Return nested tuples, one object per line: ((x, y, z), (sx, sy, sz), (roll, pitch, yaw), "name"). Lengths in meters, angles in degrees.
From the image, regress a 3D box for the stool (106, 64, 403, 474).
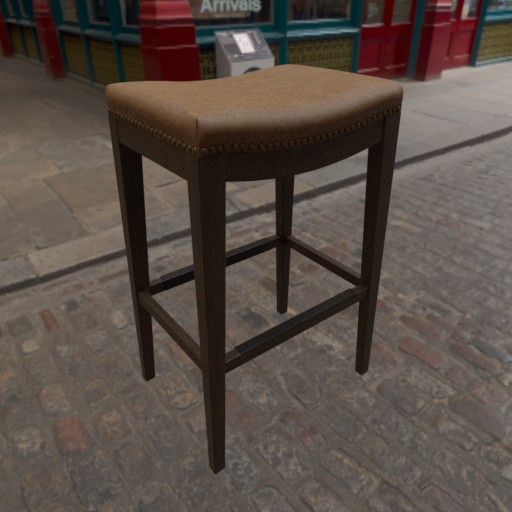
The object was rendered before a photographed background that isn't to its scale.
((0.000, 0.000, 1.019), (0.500, 0.759, 0.361), (-21, 37, -32), "stool")
